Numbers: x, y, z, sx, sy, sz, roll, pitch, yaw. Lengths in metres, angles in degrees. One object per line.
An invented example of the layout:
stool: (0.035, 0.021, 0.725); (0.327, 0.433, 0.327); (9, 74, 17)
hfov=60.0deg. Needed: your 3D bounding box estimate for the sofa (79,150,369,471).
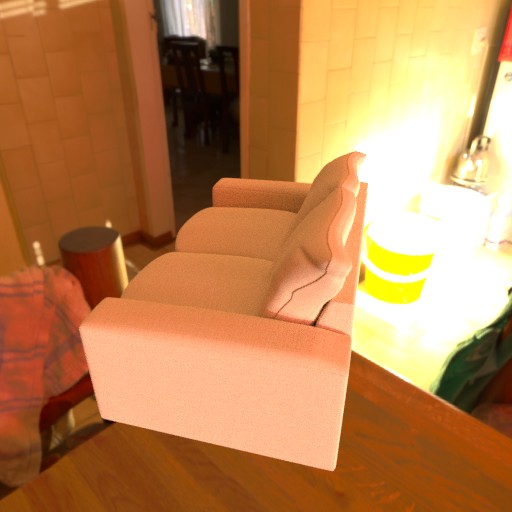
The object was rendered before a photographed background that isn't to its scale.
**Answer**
sofa: (0.000, 0.000, 2.373); (1.091, 0.875, 1.754); (7, 30, 13)
